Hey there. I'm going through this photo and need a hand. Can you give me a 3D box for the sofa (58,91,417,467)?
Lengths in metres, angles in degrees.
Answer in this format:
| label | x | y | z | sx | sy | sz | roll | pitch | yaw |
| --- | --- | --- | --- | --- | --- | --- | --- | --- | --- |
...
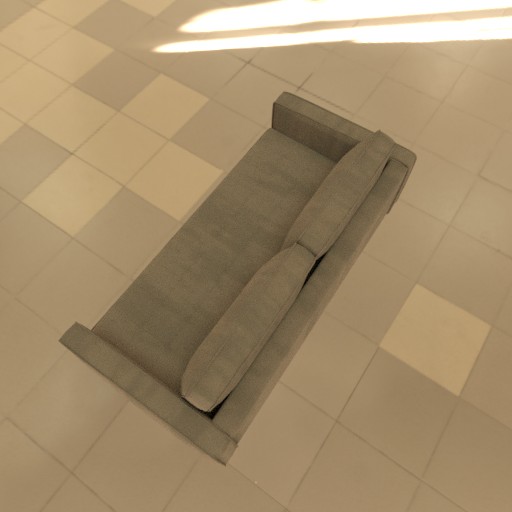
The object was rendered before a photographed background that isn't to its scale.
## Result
| label | x | y | z | sx | sy | sz | roll | pitch | yaw |
| --- | --- | --- | --- | --- | --- | --- | --- | --- | --- |
| sofa | 0.000 | 0.000 | 2.415 | 0.924 | 0.825 | 1.920 | 31 | 67 | 15 |
